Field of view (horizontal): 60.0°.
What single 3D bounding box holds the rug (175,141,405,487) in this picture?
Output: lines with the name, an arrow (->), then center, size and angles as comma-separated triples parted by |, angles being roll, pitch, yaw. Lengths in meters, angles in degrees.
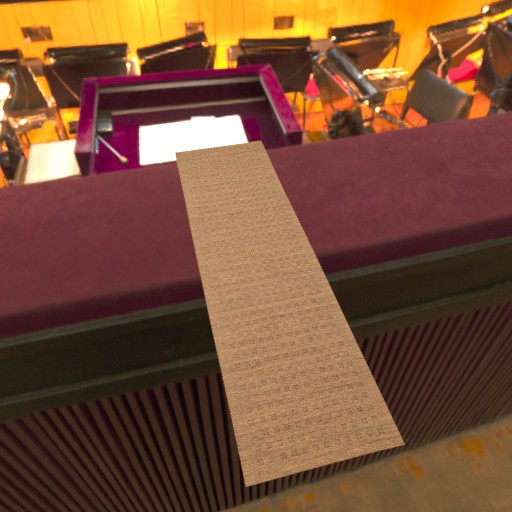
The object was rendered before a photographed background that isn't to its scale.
rug -> 0.000, 0.000, 2.626 | 0.688, 0.005, 2.437 | -10, 47, -10
